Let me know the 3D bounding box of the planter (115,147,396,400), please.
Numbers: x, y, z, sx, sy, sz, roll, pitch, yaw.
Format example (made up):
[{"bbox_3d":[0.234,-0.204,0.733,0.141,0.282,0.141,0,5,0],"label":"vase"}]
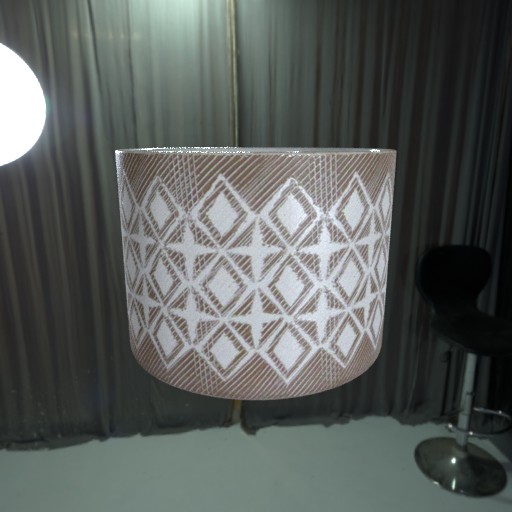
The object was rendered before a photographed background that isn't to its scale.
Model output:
[{"bbox_3d":[0.000,0.000,0.222,0.126,0.104,0.126,0,14,0],"label":"planter"}]
